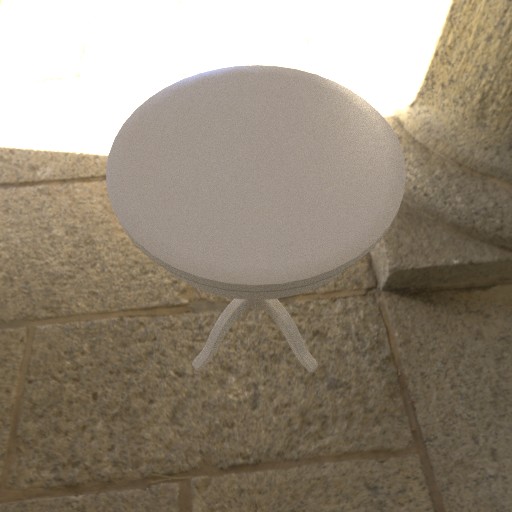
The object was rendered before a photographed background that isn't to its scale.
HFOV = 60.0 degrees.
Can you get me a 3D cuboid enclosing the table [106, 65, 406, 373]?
[{"bbox_3d":[0.000,0.000,1.043,0.513,0.653,0.513,0,58,0],"label":"table"}]
